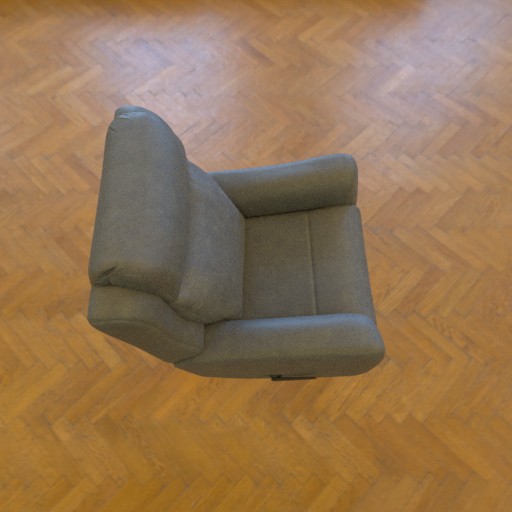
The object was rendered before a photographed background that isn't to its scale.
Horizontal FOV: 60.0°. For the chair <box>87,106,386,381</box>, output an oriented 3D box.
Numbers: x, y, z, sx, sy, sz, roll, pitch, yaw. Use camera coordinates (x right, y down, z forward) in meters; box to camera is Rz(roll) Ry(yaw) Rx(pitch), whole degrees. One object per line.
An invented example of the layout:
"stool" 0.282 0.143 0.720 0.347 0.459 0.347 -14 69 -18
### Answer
"chair" 0.000 0.000 1.910 1.068 1.116 0.967 -1 65 -1
